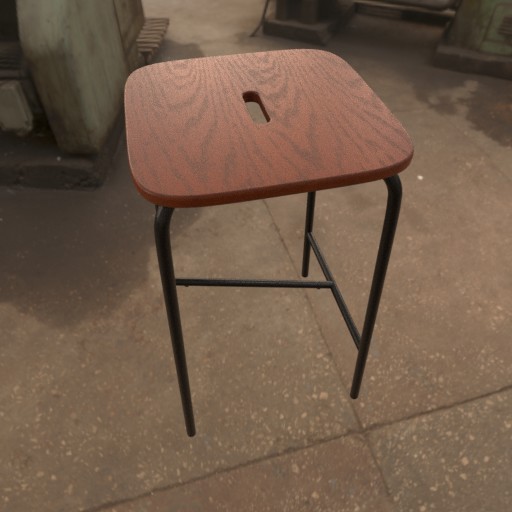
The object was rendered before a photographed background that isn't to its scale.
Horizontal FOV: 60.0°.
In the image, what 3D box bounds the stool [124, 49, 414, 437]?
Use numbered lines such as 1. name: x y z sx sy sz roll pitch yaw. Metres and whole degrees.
1. stool: 0.000 0.000 0.841 0.376 0.610 0.376 -10 48 -9
